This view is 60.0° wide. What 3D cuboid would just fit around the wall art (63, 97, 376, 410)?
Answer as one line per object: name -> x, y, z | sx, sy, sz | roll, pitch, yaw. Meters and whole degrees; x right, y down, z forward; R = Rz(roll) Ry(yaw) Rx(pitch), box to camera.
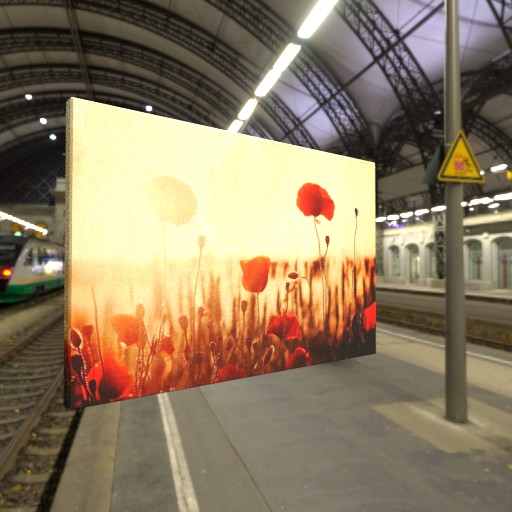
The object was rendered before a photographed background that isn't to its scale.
wall art -> 0.000, 0.000, 1.136 | 0.918, 0.602, 0.038 | 1, -2, -37
